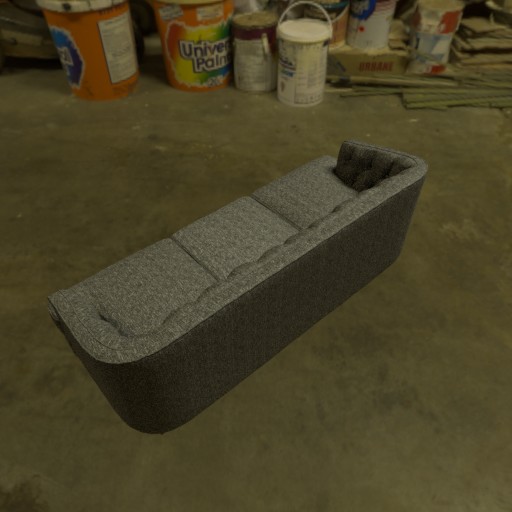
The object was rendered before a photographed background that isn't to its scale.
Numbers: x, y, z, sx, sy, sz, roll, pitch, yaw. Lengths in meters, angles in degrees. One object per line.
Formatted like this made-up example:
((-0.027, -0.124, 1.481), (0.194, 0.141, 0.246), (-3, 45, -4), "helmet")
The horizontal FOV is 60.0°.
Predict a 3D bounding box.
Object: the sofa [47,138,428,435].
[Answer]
((0.000, 0.000, 2.717), (2.278, 0.855, 0.941), (-32, 53, -28), "sofa")
